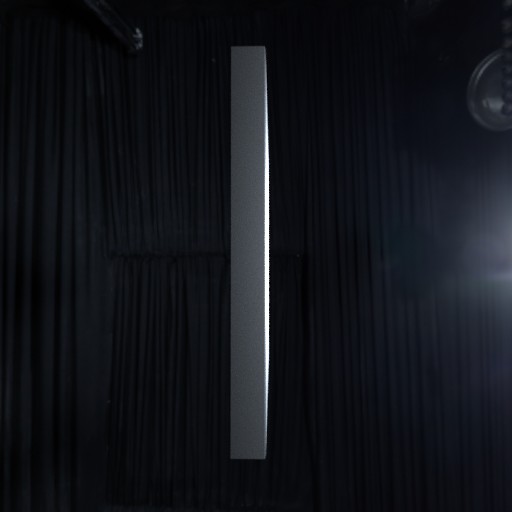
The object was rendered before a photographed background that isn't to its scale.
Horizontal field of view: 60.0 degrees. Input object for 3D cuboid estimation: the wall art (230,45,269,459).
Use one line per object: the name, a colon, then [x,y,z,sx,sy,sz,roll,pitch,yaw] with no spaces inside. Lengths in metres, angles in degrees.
wall art: [0.000,0.000,0.543,0.028,0.330,0.380,0,-1,2]
